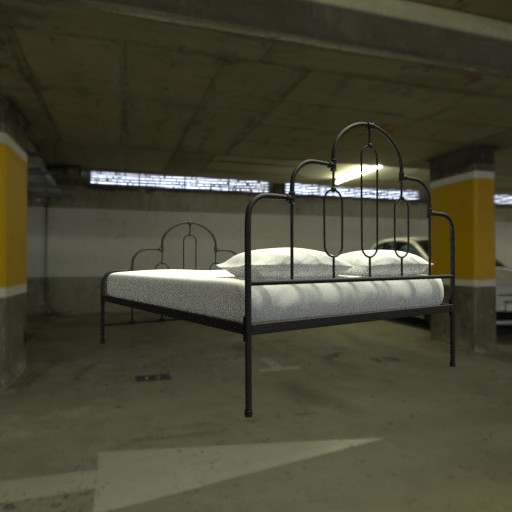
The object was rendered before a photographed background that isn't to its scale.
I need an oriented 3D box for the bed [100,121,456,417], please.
[{"bbox_3d":[0.000,0.000,3.264,1.640,1.429,2.163,1,-1,-35],"label":"bed"}]
